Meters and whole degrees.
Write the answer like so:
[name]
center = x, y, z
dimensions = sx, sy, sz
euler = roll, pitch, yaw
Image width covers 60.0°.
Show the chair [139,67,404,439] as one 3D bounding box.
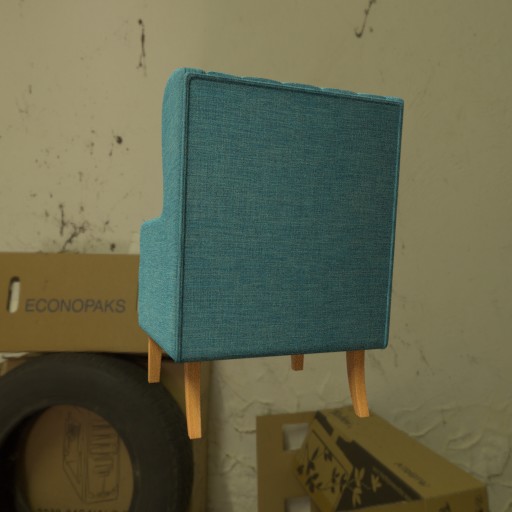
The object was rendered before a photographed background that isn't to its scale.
[chair]
center = 0.000, 0.000, 1.487
dimensions = 0.711, 0.952, 0.775
euler = 0, -1, -19
